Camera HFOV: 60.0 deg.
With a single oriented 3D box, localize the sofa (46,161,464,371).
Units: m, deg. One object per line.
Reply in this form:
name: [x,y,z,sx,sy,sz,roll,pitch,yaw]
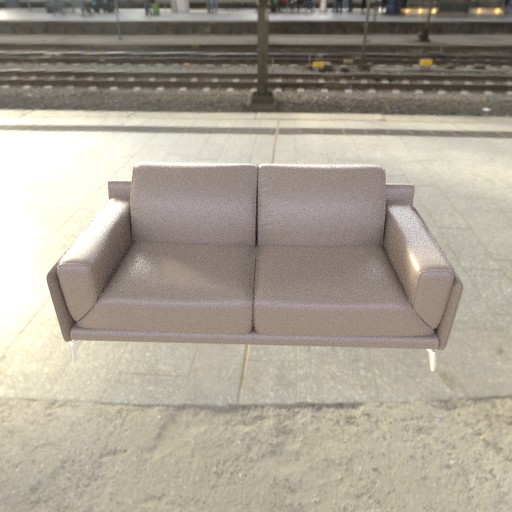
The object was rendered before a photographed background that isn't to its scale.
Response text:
sofa: [0.000,0.000,2.640,2.101,0.930,1.049,1,31,2]
